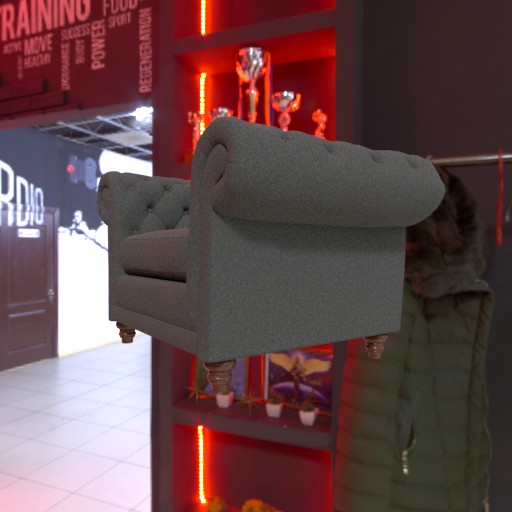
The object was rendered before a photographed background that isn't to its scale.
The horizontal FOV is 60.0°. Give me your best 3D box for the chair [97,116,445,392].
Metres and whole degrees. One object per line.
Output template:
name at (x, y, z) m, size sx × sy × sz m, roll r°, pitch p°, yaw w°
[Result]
chair at (0.000, 0.000, 1.859) m, size 0.976 × 0.770 × 1.270 m, roll -1°, pitch 1°, yaw -35°
